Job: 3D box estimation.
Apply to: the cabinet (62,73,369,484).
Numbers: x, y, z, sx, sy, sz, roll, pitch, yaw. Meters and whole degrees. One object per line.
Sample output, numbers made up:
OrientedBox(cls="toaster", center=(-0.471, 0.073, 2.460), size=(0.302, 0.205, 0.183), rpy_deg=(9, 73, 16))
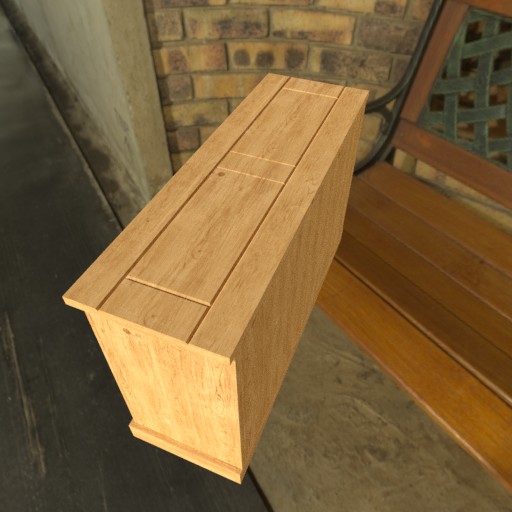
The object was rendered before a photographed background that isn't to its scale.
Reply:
OrientedBox(cls="cabinet", center=(0.000, 0.000, 1.694), size=(0.432, 0.810, 1.321), rpy_deg=(17, 48, 16))
